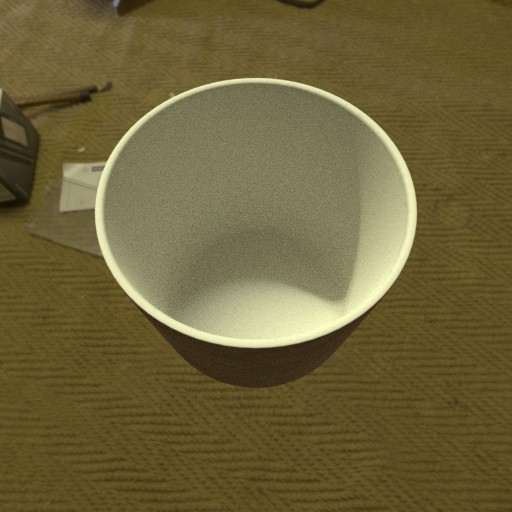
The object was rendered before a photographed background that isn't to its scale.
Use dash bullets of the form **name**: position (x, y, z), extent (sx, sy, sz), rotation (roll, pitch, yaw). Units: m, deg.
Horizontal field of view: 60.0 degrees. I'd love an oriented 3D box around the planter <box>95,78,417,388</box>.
- **planter**: position (0.000, 0.000, 0.788), extent (0.440, 0.398, 0.440), rotation (0, 63, 0)
